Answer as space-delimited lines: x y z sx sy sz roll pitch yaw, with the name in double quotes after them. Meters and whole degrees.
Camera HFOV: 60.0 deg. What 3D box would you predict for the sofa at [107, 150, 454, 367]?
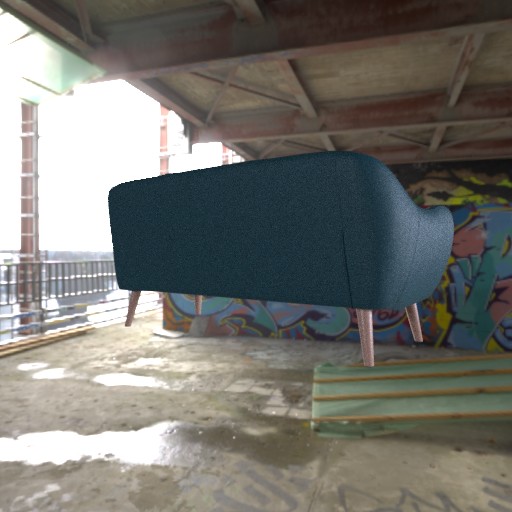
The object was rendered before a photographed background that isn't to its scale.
0.000 0.000 2.376 1.840 0.836 0.820 1 1 37 "sofa"
